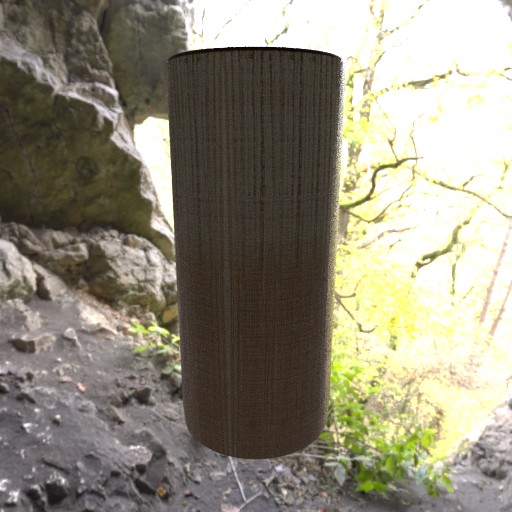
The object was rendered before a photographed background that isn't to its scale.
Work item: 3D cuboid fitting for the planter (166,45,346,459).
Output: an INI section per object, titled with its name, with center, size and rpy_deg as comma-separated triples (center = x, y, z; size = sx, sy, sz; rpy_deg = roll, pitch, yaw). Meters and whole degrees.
[planter]
center = 0.000, 0.000, 0.280
size = 0.100, 0.227, 0.100
rpy_deg = -8, 18, -27
